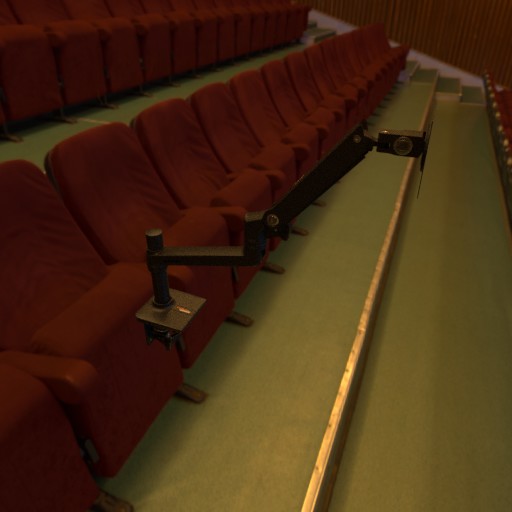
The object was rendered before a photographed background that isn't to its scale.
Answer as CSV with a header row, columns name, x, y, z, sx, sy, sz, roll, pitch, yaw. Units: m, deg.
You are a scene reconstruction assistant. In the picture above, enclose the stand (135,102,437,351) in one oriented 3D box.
name,x,y,z,sx,sy,sz,roll,pitch,yaw
stand,0.000,0.000,1.030,0.650,0.713,0.152,11,32,18
